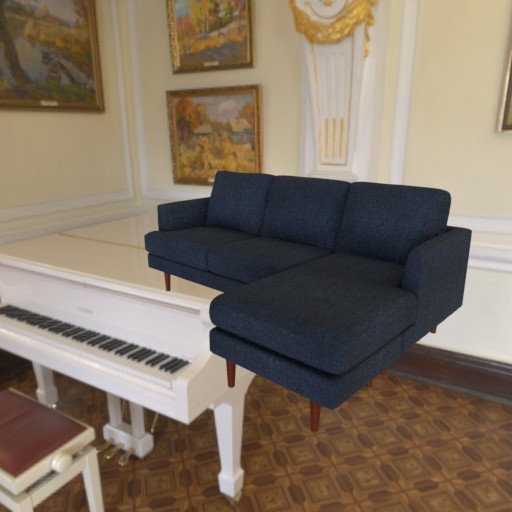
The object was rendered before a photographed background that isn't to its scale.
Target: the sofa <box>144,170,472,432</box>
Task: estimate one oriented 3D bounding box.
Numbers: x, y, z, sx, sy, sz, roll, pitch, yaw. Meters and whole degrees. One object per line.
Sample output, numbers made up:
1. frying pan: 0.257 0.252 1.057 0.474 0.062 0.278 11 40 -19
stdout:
1. sofa: 0.000 0.000 2.952 2.233 0.956 1.504 14 21 41
